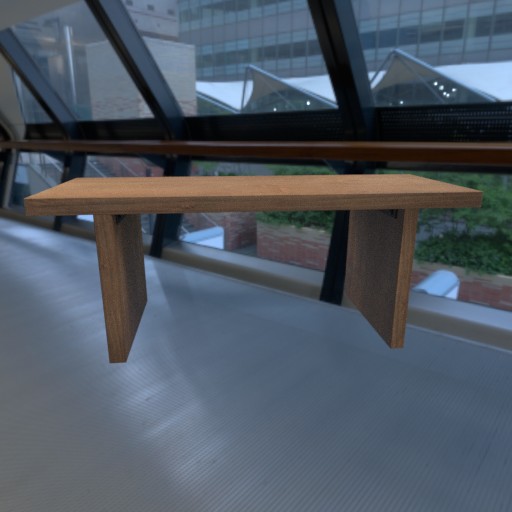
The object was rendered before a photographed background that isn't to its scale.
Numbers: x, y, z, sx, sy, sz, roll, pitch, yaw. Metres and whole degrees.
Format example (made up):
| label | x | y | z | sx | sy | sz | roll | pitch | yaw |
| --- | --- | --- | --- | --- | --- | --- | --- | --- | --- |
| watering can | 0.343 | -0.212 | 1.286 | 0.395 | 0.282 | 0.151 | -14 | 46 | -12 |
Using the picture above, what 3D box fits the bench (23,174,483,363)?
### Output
| label | x | y | z | sx | sy | sz | roll | pitch | yaw |
| --- | --- | --- | --- | --- | --- | --- | --- | --- | --- |
| bench | 0.000 | 0.000 | 1.417 | 1.183 | 0.458 | 0.458 | -2 | 16 | -6 |
